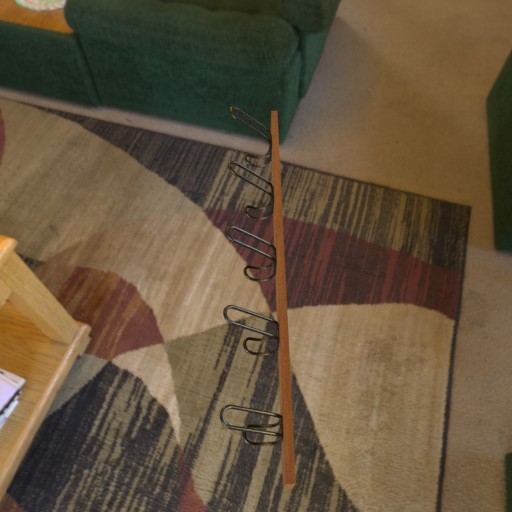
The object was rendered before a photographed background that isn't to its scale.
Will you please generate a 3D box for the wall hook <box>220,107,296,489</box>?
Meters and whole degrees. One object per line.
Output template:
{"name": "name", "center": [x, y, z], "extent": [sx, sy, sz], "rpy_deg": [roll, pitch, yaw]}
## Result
{"name": "wall hook", "center": [0.000, 0.000, 0.601], "extent": [0.076, 0.116, 0.554], "rpy_deg": [0, 58, 0]}
